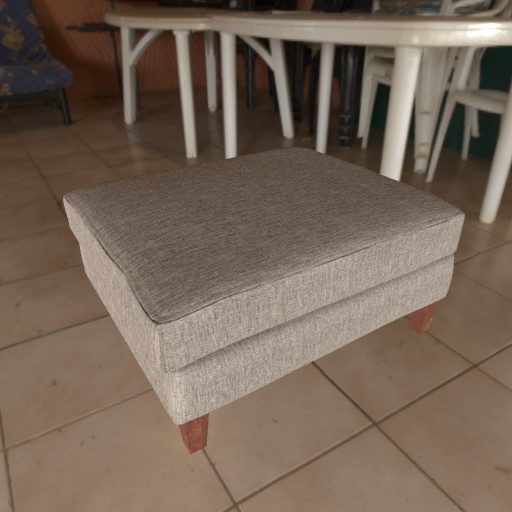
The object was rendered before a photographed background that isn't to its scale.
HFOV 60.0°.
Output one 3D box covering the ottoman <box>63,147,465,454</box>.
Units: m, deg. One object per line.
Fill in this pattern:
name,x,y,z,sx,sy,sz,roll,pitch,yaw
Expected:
ottoman,0.000,0.000,1.465,0.994,0.492,0.839,-18,34,-28
